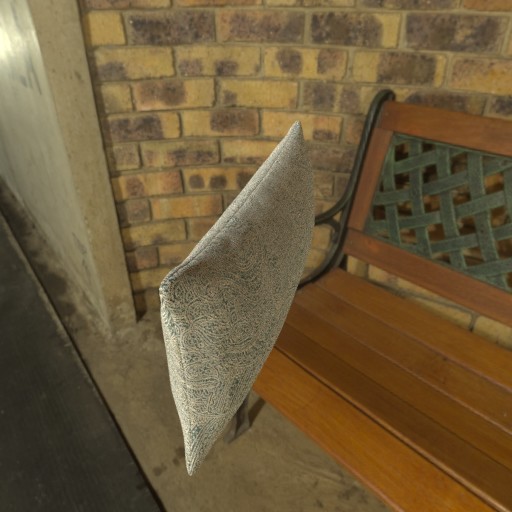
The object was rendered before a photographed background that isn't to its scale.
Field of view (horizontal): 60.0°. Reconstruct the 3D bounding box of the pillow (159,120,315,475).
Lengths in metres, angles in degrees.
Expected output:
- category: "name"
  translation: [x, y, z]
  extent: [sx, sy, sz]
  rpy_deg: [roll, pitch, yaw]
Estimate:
- category: "pillow"
  translation: [0.000, 0.000, 0.729]
  extent: [0.151, 0.295, 0.615]
  rpy_deg: [9, 32, 14]
